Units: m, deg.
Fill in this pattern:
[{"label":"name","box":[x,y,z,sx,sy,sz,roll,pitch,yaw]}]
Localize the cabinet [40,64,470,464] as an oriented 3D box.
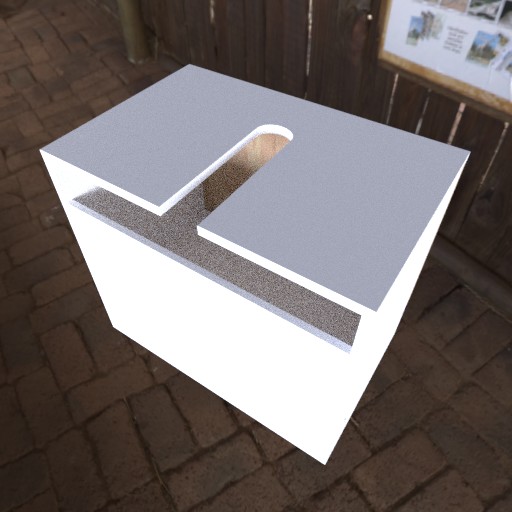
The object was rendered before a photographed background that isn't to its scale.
[{"label":"cabinet","box":[0.000,0.000,0.929,0.600,0.522,0.400,26,52,22]}]
